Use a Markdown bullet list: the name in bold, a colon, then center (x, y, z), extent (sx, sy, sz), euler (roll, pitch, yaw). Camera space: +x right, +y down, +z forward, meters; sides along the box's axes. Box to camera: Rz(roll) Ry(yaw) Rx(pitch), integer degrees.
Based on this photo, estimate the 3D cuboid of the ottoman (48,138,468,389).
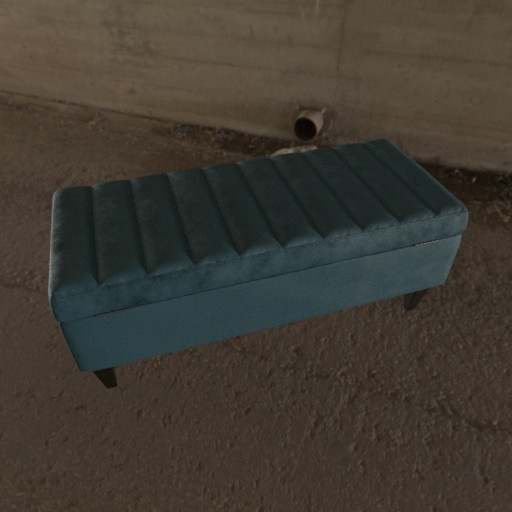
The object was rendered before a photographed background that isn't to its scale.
- **ottoman**: center (0.000, 0.000, 1.432), extent (1.151, 0.469, 0.482), euler (-12, 43, -13)
